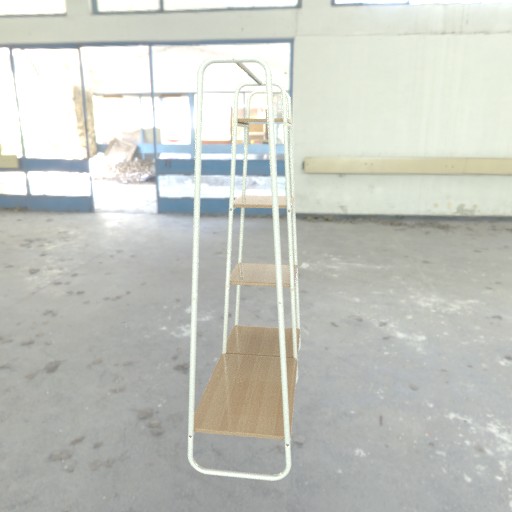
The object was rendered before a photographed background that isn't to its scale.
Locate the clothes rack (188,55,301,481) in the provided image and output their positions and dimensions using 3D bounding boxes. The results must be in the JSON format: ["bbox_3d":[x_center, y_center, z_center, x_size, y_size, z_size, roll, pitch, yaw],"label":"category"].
[{"bbox_3d":[0.000,0.000,1.987,0.400,1.500,1.011,2,15,7],"label":"clothes rack"}]
